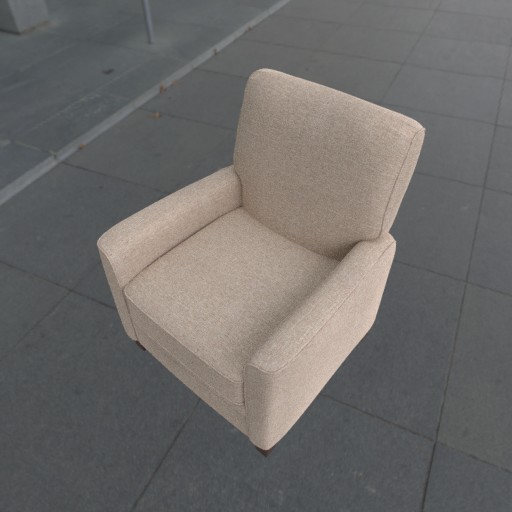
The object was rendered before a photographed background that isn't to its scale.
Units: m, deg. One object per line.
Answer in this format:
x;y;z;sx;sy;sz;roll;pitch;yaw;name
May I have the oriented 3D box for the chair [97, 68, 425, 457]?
0.000;0.000;1.636;0.841;1.028;0.858;31;53;27;chair
